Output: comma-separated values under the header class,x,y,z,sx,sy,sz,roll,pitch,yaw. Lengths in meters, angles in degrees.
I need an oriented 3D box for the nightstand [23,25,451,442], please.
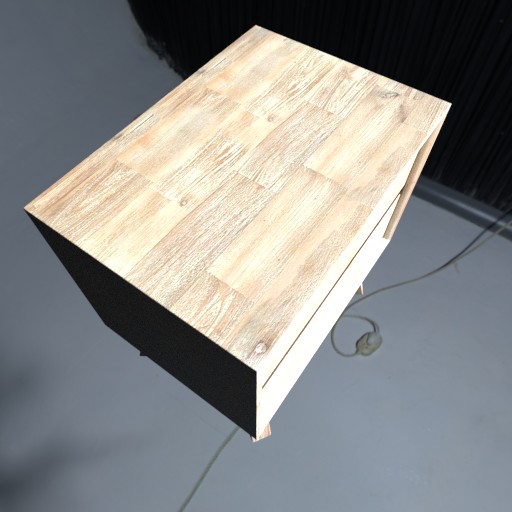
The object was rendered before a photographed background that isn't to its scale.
class,x,y,z,sx,sy,sz,roll,pitch,yaw
nightstand,0.000,0.000,0.918,0.396,0.589,0.552,31,63,18
